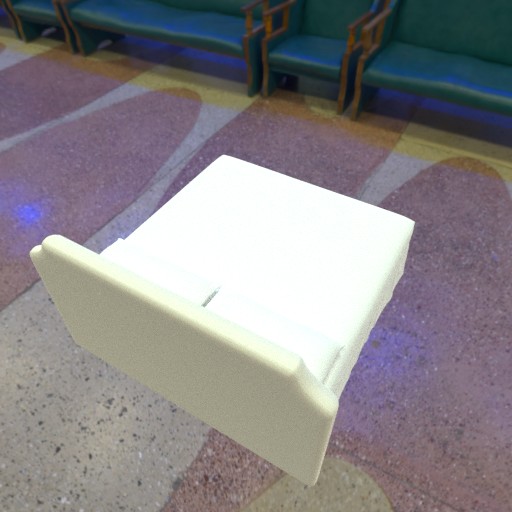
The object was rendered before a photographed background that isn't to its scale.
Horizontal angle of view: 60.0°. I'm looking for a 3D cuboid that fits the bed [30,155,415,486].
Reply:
[{"bbox_3d":[0.000,0.000,3.449,2.160,1.301,2.204,23,51,21],"label":"bed"}]
